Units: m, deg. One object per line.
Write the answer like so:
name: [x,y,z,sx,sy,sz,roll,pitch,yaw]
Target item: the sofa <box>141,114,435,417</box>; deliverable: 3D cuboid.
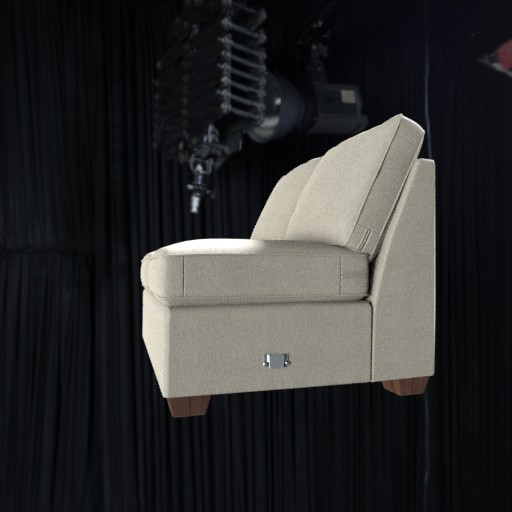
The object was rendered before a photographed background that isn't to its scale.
sofa: [0.000,0.000,2.020,0.978,1.006,1.232,0,-1,-17]
